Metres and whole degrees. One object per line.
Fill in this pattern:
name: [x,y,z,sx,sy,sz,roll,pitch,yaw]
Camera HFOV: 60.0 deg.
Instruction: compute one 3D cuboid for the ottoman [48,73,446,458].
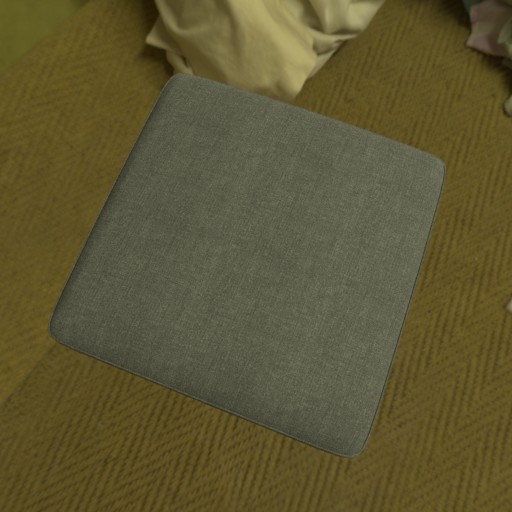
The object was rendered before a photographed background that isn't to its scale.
ottoman: [0.000,0.000,1.639,1.067,0.559,1.067,20,76,5]
